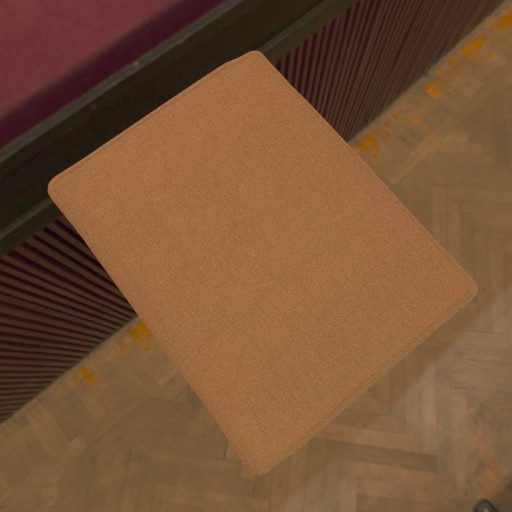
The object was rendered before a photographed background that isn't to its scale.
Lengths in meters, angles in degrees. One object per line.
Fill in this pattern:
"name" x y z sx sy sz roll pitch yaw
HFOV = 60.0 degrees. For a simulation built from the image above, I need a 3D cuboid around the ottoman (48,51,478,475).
"ottoman" 0.000 0.000 1.196 0.650 0.485 0.833 -38 79 -9
